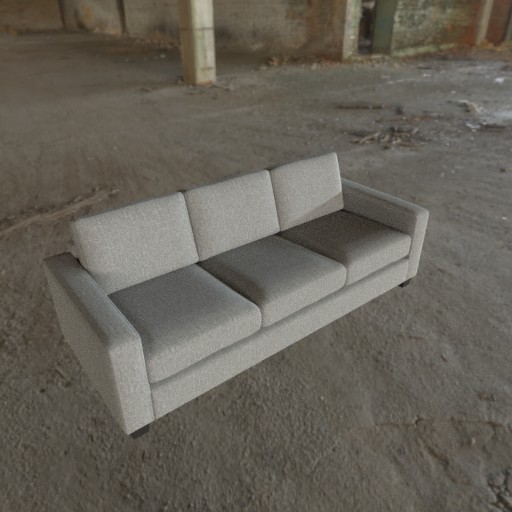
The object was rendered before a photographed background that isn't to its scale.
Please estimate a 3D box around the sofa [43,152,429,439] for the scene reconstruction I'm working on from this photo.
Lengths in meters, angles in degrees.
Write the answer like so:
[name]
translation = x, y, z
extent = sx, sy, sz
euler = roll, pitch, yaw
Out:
[sofa]
translation = 0.000, 0.000, 2.614
extent = 2.120, 0.800, 0.900
euler = -21, 36, -32
